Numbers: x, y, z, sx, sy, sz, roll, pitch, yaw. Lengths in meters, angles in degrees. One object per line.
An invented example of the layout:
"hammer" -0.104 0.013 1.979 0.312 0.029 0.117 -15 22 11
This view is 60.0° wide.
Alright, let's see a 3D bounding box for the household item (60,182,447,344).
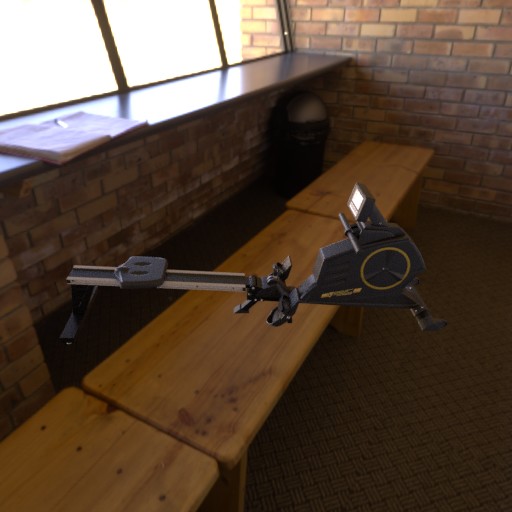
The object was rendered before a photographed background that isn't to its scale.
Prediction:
"household item" 0.000 0.000 2.602 2.251 0.810 0.521 -1 30 -2
